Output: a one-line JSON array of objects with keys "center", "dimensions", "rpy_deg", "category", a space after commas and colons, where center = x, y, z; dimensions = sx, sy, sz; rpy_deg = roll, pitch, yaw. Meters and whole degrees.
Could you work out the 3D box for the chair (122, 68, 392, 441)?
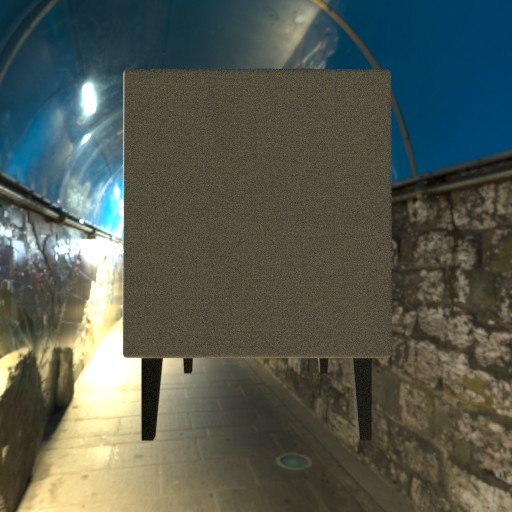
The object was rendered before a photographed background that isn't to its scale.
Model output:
[{"center": [0.000, 0.000, 1.411], "dimensions": [0.658, 0.891, 0.772], "rpy_deg": [0, -1, 0], "category": "chair"}]
